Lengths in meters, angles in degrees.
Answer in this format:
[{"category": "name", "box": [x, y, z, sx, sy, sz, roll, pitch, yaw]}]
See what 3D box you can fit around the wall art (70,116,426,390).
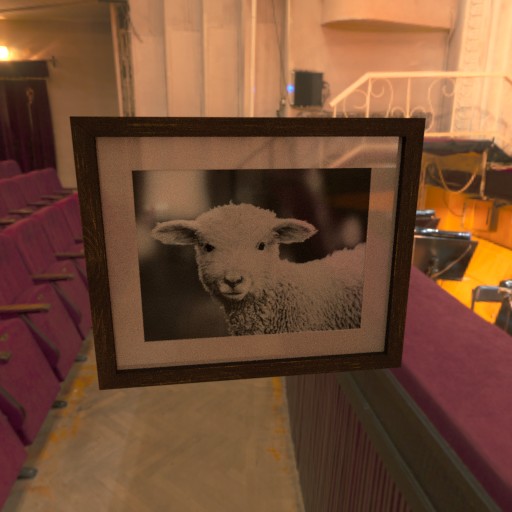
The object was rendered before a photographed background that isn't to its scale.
[{"category": "wall art", "box": [0.000, 0.000, 0.766, 0.558, 0.457, 0.032, -2, 16, -8]}]
